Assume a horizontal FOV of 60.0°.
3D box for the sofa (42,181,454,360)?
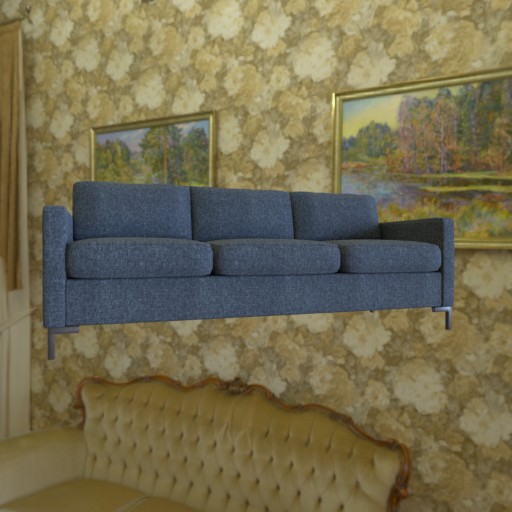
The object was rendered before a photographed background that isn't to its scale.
[{"bbox_3d":[0.000,0.000,2.631,2.218,0.874,0.859,0,1,-20],"label":"sofa"}]
